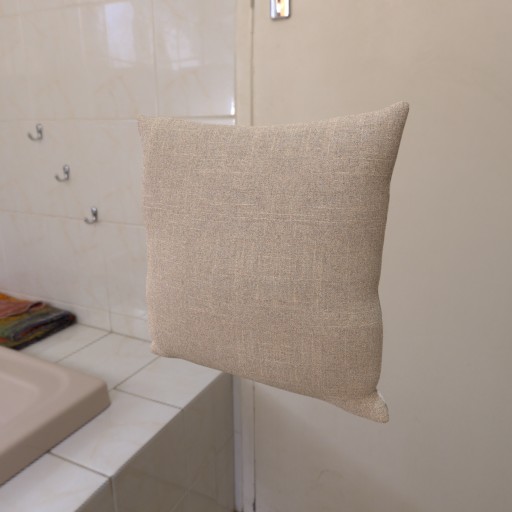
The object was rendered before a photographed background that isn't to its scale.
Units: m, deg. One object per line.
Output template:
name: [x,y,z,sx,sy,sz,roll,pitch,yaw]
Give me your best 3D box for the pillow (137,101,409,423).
pillow: [0.000,0.000,0.685,0.439,0.440,0.182,8,17,27]
